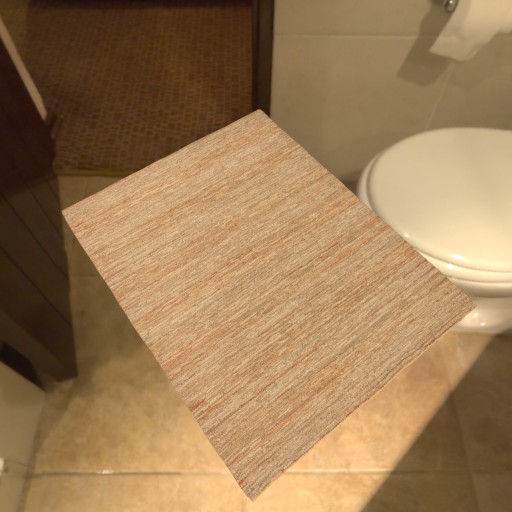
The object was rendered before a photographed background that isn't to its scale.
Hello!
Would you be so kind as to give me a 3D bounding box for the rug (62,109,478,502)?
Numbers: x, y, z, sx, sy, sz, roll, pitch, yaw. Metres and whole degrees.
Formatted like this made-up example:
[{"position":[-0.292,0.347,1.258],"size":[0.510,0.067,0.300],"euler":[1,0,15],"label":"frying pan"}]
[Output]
[{"position":[0.000,0.000,3.812],"size":[2.313,0.009,2.939],"euler":[-33,64,-18],"label":"rug"}]
